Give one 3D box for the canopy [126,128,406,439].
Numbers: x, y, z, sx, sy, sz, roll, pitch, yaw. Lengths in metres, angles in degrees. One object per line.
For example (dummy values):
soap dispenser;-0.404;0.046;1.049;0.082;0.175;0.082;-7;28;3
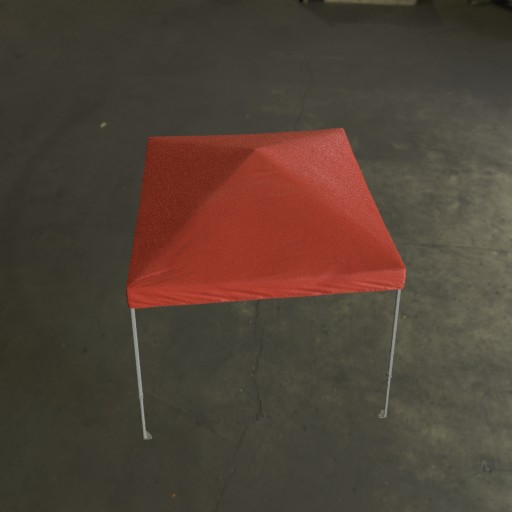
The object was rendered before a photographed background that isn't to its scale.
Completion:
canopy;0.000;0.000;5.144;2.850;2.850;2.849;-4;46;-4
